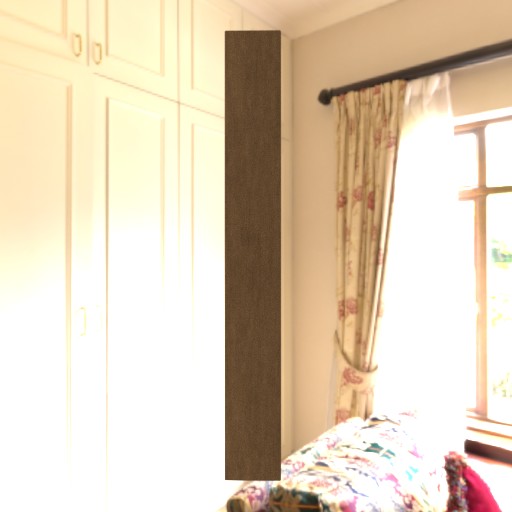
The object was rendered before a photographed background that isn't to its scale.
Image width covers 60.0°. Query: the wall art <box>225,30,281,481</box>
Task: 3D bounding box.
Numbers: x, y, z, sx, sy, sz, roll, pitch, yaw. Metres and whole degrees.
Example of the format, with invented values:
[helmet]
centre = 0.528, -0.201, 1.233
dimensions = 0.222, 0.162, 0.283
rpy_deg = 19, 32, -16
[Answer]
[wall art]
centre = 0.000, 0.000, 0.448
dimensions = 0.038, 0.302, 0.303
rpy_deg = 0, 0, 1
